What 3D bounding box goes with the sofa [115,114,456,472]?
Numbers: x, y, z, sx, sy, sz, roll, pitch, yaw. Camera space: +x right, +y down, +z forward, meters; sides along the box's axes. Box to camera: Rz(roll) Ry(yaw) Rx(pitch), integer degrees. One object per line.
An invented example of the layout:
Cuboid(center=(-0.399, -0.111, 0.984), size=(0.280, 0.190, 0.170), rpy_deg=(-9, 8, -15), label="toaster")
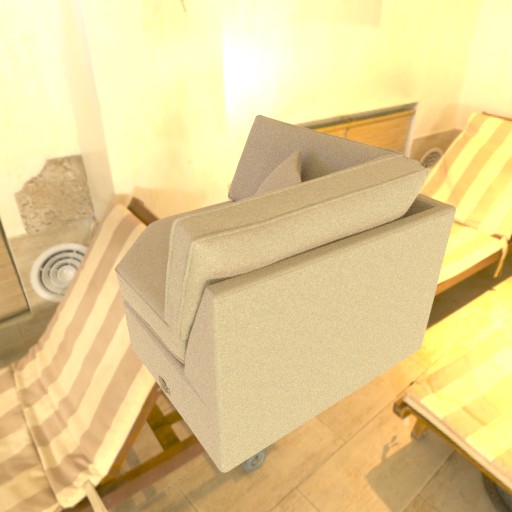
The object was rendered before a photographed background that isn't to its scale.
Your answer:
Cuboid(center=(0.000, 0.000, 1.839), size=(1.042, 0.937, 1.050), rpy_deg=(-20, 36, -30), label="sofa")
